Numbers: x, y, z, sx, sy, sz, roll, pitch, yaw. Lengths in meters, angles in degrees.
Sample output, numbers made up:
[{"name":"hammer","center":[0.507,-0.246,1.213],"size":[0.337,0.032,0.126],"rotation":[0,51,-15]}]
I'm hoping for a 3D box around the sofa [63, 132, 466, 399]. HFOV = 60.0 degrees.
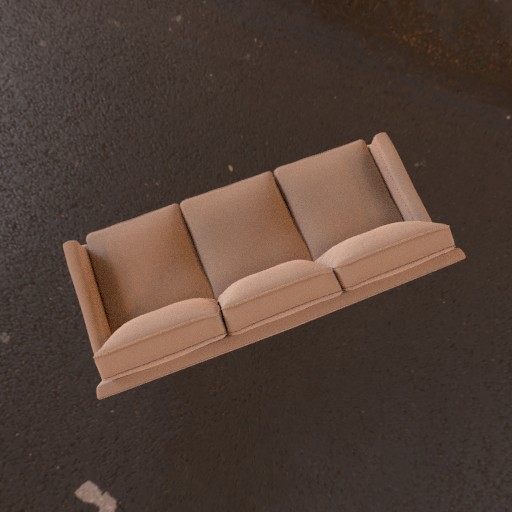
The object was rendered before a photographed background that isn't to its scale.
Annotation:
[{"name":"sofa","center":[0.000,0.000,2.877],"size":[2.246,1.003,1.084],"rotation":[-20,75,-6]}]
